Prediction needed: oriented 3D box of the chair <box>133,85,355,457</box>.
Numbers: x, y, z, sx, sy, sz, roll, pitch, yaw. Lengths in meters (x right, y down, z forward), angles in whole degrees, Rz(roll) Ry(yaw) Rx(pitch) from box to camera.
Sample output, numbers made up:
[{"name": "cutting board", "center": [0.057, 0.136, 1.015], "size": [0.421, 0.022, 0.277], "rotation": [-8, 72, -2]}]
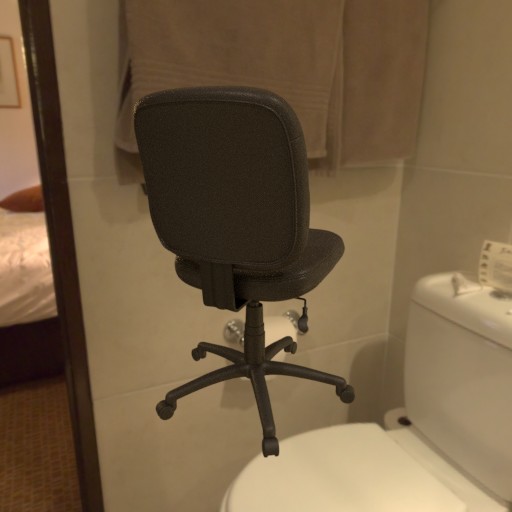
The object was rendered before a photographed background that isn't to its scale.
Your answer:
[{"name": "chair", "center": [0.000, 0.000, 1.394], "size": [0.647, 0.959, 0.646], "rotation": [8, 18, 26]}]
